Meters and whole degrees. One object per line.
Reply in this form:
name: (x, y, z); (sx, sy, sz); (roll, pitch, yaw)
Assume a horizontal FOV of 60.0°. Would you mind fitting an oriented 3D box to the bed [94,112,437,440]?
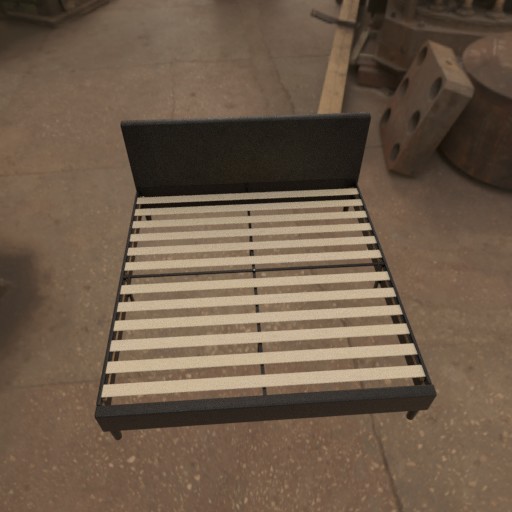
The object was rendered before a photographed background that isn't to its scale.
bed: (0.000, 0.000, 3.223); (2.018, 1.046, 2.152); (-3, 46, -3)
